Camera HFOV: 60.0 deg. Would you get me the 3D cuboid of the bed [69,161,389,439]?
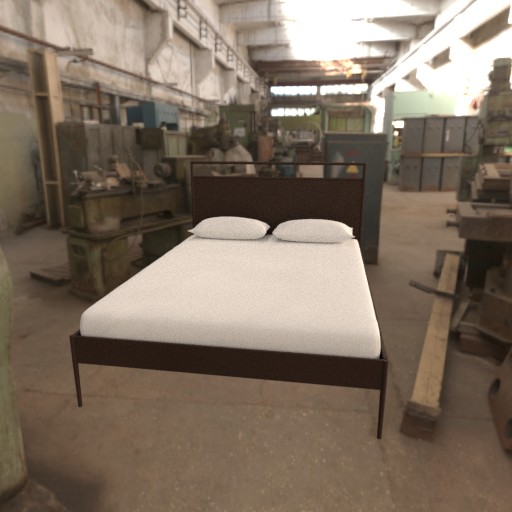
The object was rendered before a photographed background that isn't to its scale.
[{"bbox_3d":[0.000,0.000,3.085,1.572,1.173,2.122,3,15,9],"label":"bed"}]
